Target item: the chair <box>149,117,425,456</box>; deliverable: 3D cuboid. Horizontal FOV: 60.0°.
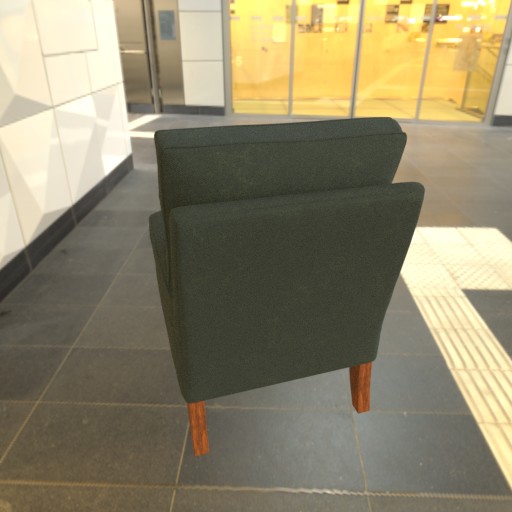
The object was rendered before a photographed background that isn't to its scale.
[{"bbox_3d":[0.000,0.000,1.651,0.724,1.052,0.912,-8,28,-16],"label":"chair"}]
